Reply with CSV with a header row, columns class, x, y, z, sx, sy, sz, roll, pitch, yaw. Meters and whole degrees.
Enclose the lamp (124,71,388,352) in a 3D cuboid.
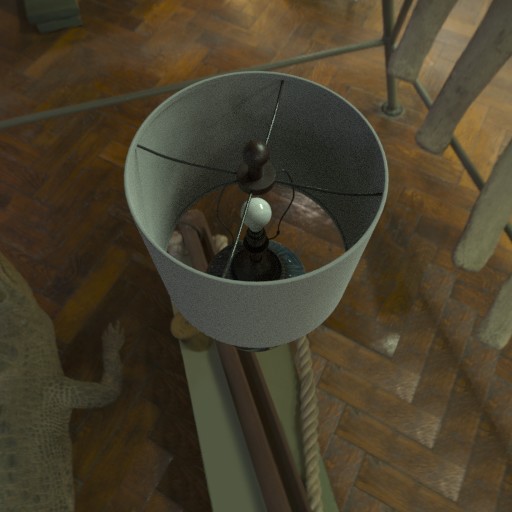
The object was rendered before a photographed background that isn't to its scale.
class,x,y,z,sx,sy,sz,roll,pitch,yaw
lamp,0.000,0.000,0.758,0.318,0.567,0.318,0,64,0
